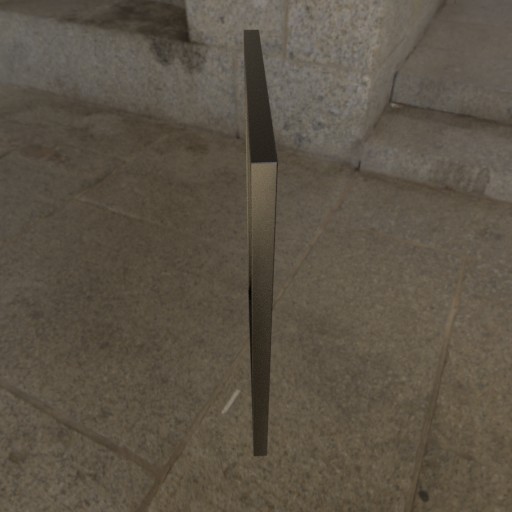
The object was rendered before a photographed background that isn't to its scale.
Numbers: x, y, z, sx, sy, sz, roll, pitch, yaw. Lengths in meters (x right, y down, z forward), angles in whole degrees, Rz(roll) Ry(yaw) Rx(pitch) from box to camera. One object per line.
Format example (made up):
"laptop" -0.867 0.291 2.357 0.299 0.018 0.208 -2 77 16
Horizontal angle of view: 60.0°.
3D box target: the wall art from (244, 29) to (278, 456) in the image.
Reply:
"wall art" 0.000 0.000 0.572 0.019 0.455 0.314 -1 42 -2
